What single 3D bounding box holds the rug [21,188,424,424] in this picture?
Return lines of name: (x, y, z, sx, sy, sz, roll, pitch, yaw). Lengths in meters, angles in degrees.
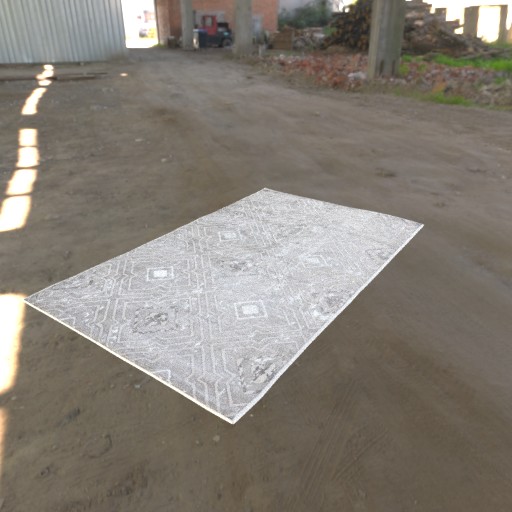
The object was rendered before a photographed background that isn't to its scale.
rug: (0.000, 0.000, 3.007, 1.537, 0.036, 2.447, 18, 32, 31)
